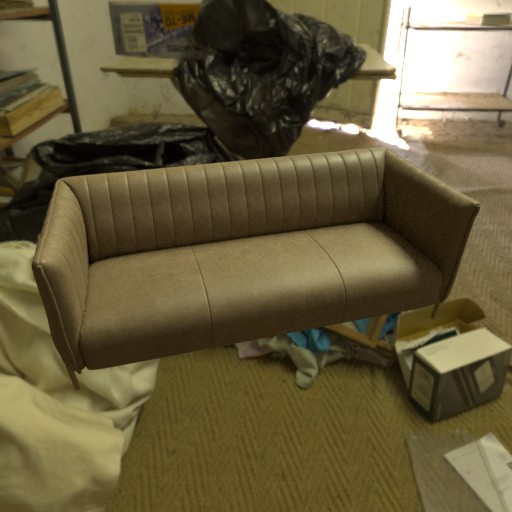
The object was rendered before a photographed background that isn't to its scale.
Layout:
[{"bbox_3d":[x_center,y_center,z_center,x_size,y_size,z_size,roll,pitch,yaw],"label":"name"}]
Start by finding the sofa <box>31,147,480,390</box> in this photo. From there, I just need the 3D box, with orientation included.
[{"bbox_3d":[0.000,0.000,2.349,1.980,0.779,0.876,-8,33,-13],"label":"sofa"}]
